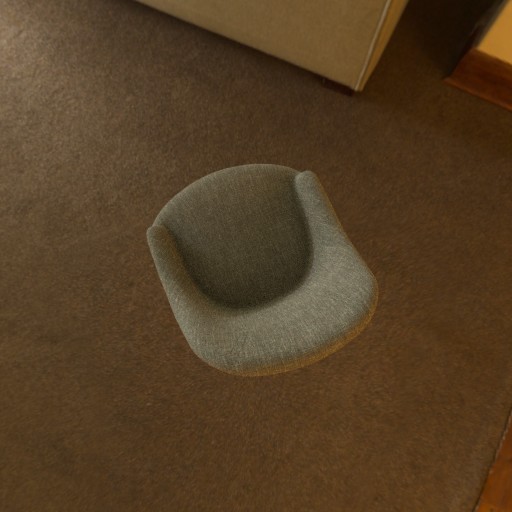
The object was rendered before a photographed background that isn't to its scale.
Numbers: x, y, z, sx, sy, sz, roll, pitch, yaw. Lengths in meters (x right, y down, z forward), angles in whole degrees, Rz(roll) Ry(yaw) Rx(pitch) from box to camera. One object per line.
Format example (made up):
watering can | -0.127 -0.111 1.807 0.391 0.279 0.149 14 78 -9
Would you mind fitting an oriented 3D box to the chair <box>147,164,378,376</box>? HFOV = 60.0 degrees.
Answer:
chair | 0.000 0.000 1.430 0.671 0.950 0.712 -21 77 -5
